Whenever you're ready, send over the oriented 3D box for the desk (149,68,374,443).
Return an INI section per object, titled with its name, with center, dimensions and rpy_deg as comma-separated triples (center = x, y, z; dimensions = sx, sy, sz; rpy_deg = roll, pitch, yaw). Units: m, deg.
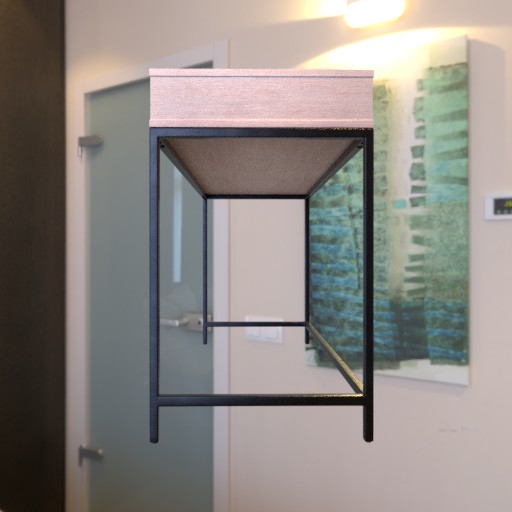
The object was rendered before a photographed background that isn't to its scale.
[desk]
center = 0.000, 0.000, 1.409
dimensions = 0.470, 0.762, 1.016
rpy_deg = 0, 0, -1
